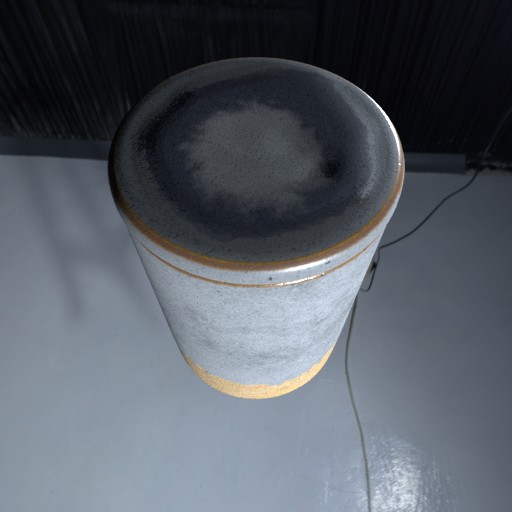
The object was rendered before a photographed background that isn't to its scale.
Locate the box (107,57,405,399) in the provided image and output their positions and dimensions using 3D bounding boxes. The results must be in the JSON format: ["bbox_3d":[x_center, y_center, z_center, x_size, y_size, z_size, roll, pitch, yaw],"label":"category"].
[{"bbox_3d":[0.000,0.000,0.245,0.118,0.168,0.118,0,58,0],"label":"box"}]
